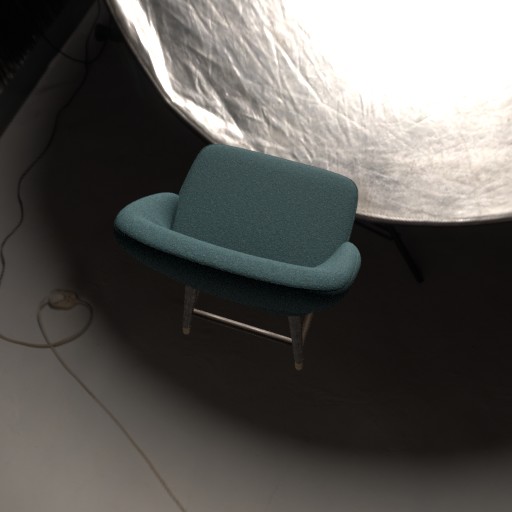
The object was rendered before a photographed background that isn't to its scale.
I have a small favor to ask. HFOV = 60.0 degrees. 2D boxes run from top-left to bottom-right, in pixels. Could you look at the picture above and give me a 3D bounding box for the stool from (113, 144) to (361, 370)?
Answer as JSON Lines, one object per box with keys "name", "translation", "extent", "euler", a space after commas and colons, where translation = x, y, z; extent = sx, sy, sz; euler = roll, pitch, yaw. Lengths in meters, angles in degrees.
{"name": "stool", "translation": [0.000, 0.000, 1.278], "extent": [0.536, 0.939, 0.522], "euler": [16, 67, 7]}
